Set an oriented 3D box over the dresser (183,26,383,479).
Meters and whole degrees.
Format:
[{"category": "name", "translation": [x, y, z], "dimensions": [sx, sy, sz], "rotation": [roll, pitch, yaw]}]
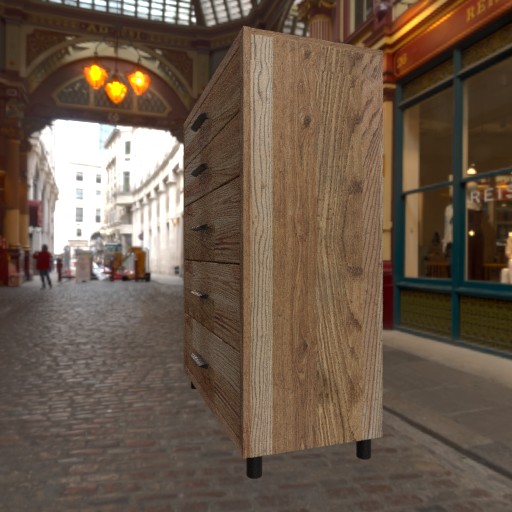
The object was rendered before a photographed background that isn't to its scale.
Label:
[{"category": "dresser", "translation": [0.000, 0.000, 1.717], "dimensions": [0.480, 1.243, 0.966], "rotation": [0, 0, -19]}]
